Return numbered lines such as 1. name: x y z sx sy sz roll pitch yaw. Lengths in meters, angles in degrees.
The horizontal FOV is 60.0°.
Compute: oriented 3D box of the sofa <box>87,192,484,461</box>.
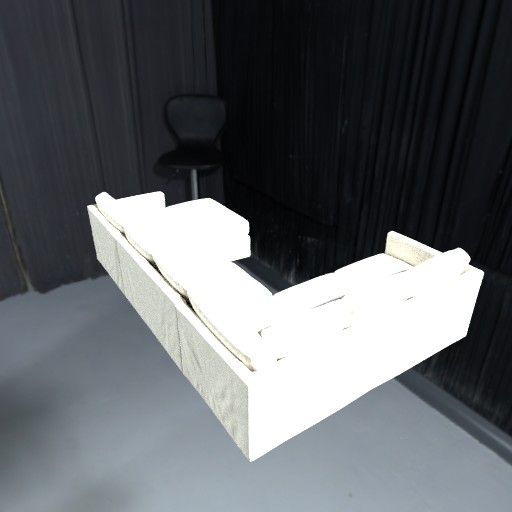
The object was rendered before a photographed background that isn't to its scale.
1. sofa: 0.000 0.000 4.592 2.427 0.882 3.460 -18 33 -29
